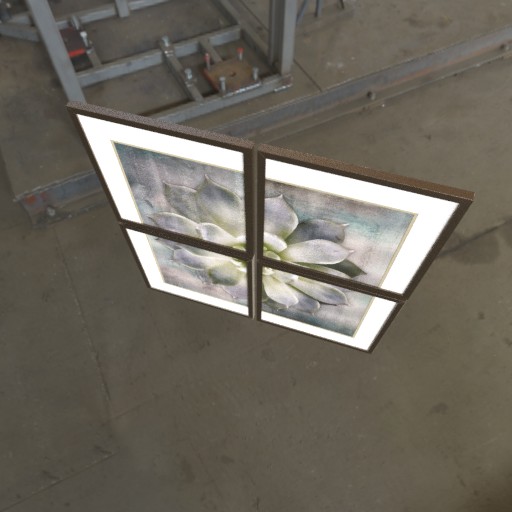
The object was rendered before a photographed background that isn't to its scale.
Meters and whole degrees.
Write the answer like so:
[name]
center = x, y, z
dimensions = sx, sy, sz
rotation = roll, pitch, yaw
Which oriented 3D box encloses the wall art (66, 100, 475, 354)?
[wall art]
center = 0.000, 0.000, 1.519
dimensions = 1.032, 1.032, 0.030
rotation = 15, 60, 9
